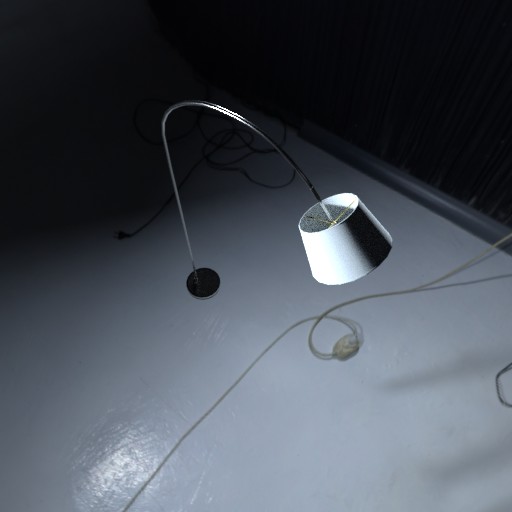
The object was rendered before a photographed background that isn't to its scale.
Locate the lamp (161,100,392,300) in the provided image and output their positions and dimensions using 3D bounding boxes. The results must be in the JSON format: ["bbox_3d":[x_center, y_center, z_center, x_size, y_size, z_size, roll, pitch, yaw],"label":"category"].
[{"bbox_3d":[0.000,0.000,2.770,1.445,2.098,0.406,33,64,19],"label":"lamp"}]
